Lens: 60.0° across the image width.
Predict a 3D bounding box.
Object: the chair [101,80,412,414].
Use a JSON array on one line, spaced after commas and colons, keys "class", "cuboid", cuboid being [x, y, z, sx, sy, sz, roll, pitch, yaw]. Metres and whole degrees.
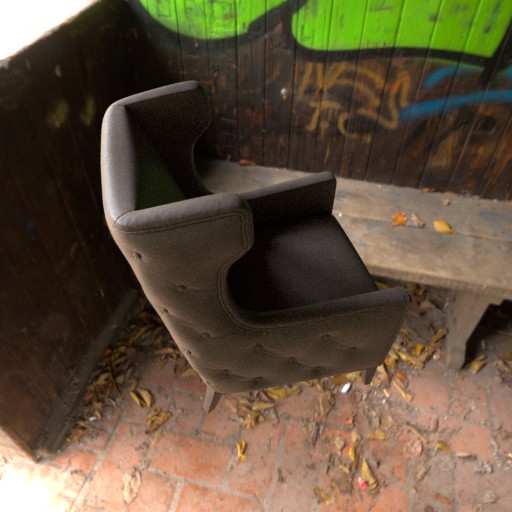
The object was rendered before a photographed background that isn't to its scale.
[{"class": "chair", "cuboid": [0.000, 0.000, 1.654, 0.899, 1.079, 0.769, -10, 47, -10]}]
